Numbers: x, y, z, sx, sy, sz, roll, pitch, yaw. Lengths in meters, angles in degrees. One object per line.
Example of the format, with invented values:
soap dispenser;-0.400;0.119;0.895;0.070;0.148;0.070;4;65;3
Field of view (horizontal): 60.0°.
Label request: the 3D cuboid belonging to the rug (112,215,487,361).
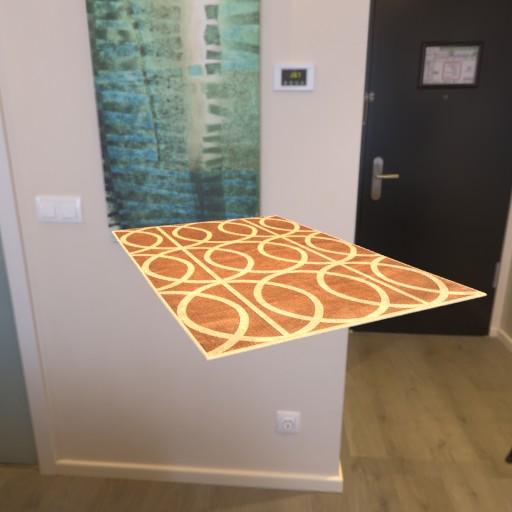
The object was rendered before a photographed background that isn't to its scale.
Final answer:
rug;0.000;0.000;2.939;1.526;0.014;2.290;-8;18;-25
